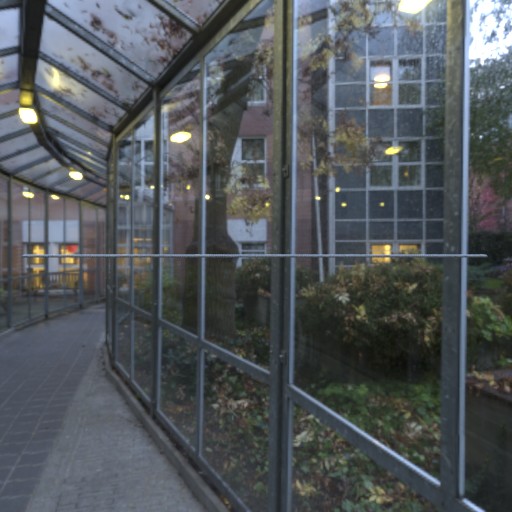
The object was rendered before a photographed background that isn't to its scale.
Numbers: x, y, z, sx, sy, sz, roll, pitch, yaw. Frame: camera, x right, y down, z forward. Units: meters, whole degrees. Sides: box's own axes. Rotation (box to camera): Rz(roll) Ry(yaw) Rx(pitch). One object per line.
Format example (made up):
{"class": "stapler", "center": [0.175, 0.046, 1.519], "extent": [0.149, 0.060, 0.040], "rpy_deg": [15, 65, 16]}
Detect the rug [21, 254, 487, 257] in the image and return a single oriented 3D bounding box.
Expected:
{"class": "rug", "center": [0.000, 0.000, 2.498], "extent": [2.276, 0.014, 0.678], "rpy_deg": [0, 0, -2]}
